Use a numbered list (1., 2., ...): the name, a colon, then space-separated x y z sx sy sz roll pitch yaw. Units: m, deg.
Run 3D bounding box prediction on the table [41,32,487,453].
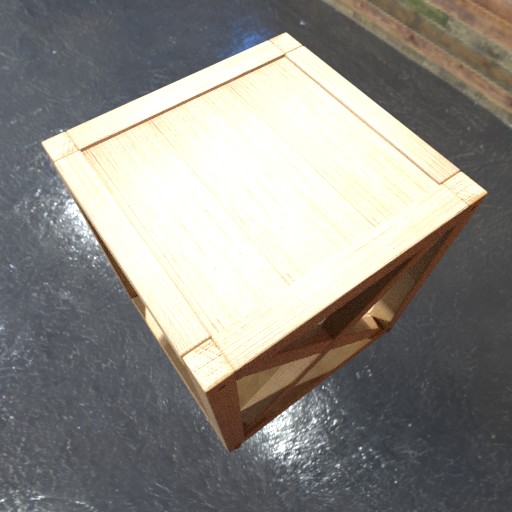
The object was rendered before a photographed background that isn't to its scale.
1. table: 0.000 0.000 1.025 0.559 0.610 0.558 -32 64 -17
